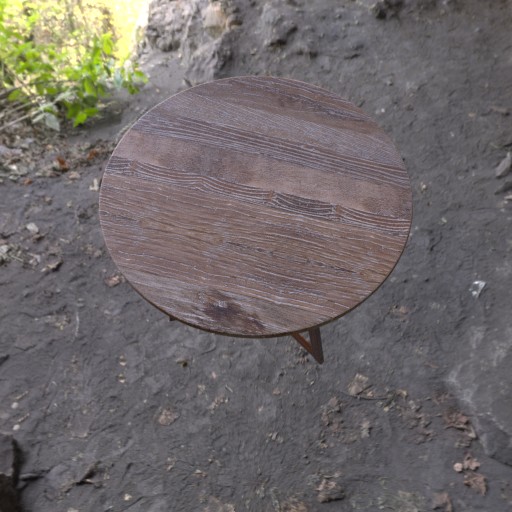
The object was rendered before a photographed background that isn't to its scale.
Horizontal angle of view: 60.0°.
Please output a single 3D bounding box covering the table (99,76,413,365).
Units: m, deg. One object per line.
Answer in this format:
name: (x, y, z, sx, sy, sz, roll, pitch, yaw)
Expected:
table: (0.000, 0.000, 0.934, 0.500, 0.500, 0.500, 0, 63, 0)
